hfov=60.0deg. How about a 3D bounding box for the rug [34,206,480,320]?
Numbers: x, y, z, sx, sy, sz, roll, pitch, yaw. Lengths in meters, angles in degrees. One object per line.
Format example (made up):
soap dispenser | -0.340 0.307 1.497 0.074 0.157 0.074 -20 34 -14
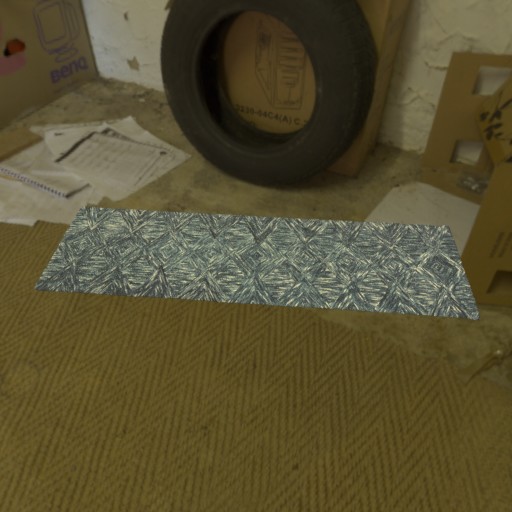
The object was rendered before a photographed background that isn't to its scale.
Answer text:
rug | 0.000 0.000 2.517 2.306 0.013 0.719 3 45 3
